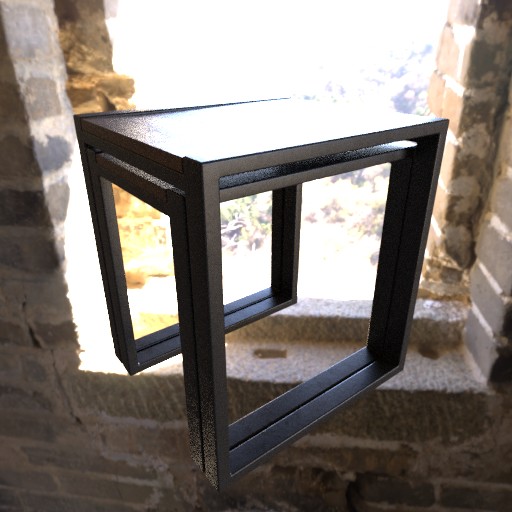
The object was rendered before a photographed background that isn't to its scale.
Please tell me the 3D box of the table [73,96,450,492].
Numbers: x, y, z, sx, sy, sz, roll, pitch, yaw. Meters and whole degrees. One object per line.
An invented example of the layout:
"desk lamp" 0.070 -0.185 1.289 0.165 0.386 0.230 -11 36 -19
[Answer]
"table" 0.000 0.000 0.906 0.500 0.550 0.449 -19 32 -33
